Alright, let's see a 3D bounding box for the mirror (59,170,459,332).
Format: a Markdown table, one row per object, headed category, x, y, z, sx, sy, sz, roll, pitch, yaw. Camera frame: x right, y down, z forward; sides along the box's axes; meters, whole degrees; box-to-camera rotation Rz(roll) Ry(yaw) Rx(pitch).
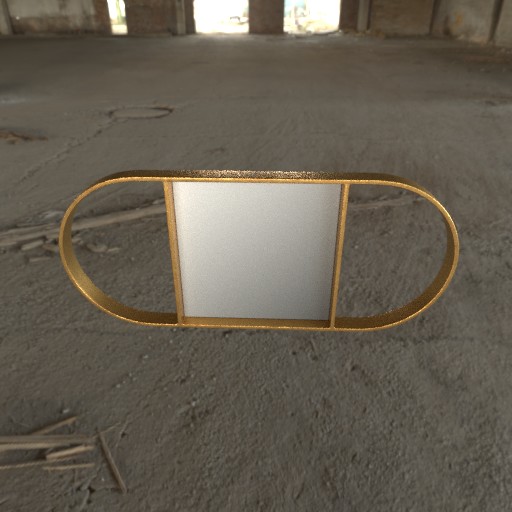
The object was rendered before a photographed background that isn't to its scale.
| category | x | y | z | sx | sy | sz | roll | pitch | yaw |
| --- | --- | --- | --- | --- | --- | --- | --- | --- | --- |
| mirror | 0.000 | 0.000 | 0.666 | 0.584 | 0.254 | 0.032 | 1 | 29 | 2 |
